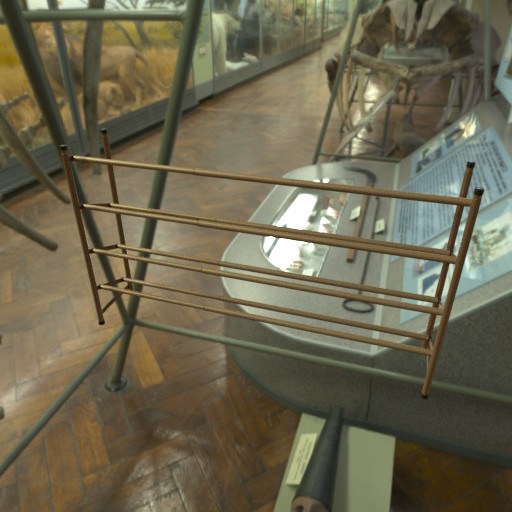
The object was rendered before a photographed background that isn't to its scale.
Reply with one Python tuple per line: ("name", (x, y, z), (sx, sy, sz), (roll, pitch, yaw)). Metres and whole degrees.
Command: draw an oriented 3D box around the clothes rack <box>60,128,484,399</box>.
("clothes rack", (0.000, 0.000, 1.421), (1.168, 0.672, 0.229), (9, 31, 16))
